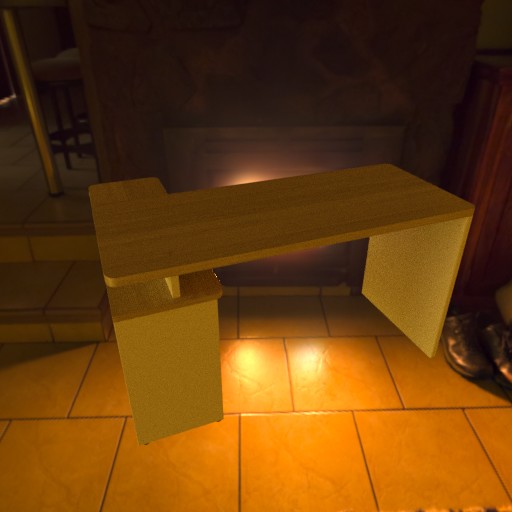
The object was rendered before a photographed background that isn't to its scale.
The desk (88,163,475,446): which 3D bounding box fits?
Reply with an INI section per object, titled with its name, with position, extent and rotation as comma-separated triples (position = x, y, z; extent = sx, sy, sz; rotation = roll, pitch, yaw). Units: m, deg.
[desk]
position = 0.000, 0.000, 2.162
extent = 1.400, 0.770, 1.175
rotation = -11, 32, -19
